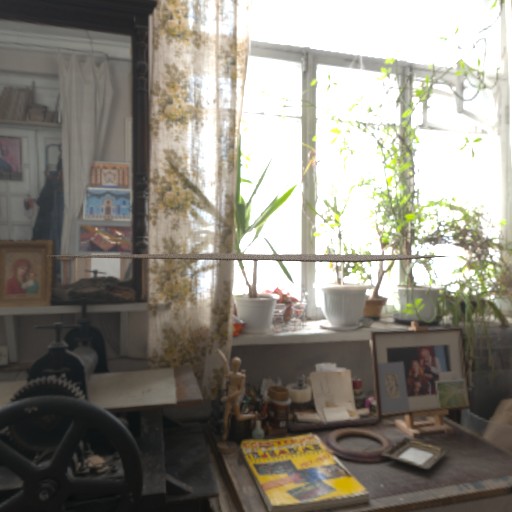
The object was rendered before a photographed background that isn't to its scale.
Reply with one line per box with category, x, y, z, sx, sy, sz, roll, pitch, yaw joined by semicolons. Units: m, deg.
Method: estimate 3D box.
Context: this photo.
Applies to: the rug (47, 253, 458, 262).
rug;0.000;0.000;4.163;3.048;0.013;2.439;1;1;36
